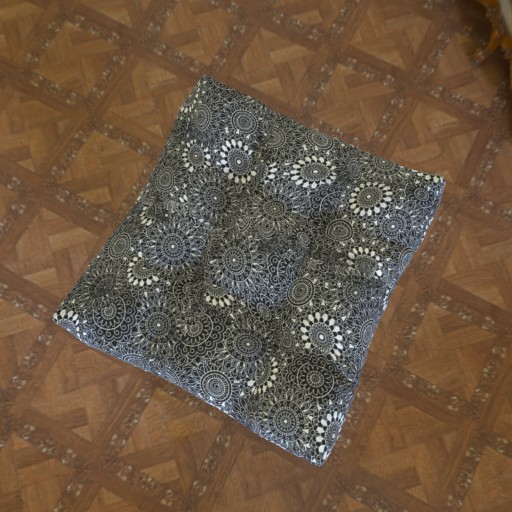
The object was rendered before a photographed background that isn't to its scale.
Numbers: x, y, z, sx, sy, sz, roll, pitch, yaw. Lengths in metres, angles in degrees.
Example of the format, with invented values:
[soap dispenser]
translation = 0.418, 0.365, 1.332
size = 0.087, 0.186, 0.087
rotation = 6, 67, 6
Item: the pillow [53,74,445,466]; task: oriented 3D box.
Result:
[pillow]
translation = 0.000, 0.000, 0.727
size = 0.468, 0.128, 0.490
rotation = 26, 78, 6
